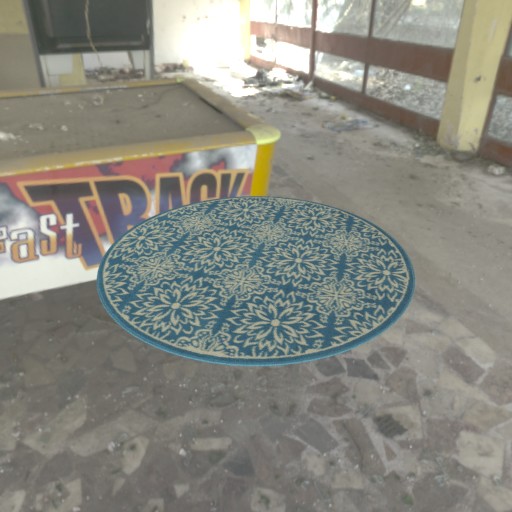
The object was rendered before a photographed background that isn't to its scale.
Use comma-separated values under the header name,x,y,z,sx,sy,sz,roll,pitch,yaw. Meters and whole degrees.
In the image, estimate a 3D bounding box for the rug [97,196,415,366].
name,x,y,z,sx,sy,sz,roll,pitch,yaw
rug,0.000,0.000,2.318,1.593,0.012,1.593,0,30,0
